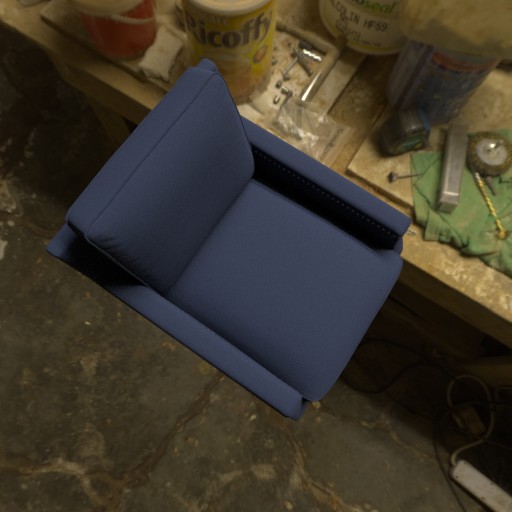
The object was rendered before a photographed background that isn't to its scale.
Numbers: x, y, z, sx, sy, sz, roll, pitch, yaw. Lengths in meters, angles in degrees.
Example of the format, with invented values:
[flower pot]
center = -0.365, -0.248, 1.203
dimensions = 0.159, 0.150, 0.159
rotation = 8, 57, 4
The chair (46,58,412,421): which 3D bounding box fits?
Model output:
[chair]
center = 0.000, 0.000, 1.697
dimensions = 1.014, 0.943, 0.853
rotation = 33, 77, 8
